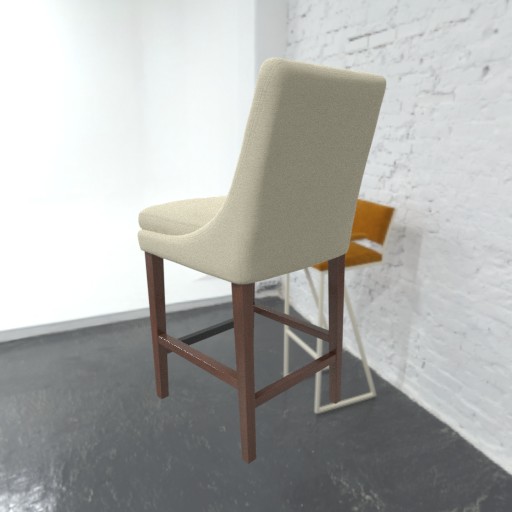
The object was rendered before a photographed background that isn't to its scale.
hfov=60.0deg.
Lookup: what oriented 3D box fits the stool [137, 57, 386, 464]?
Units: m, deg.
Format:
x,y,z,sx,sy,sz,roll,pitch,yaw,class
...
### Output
x,y,z,sx,sy,sz,roll,pitch,yaw,class
0.000,0.000,1.299,0.470,0.981,0.577,-15,21,-42,stool
